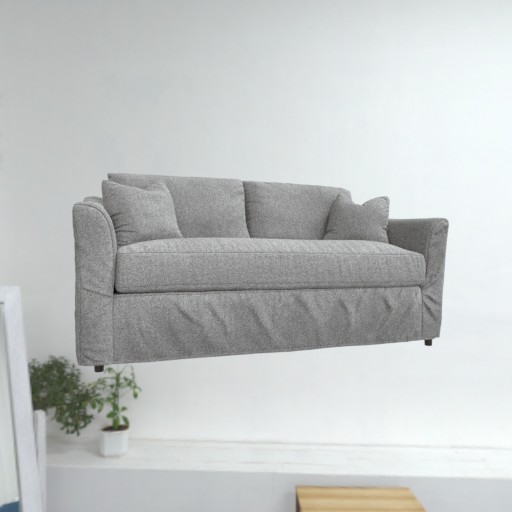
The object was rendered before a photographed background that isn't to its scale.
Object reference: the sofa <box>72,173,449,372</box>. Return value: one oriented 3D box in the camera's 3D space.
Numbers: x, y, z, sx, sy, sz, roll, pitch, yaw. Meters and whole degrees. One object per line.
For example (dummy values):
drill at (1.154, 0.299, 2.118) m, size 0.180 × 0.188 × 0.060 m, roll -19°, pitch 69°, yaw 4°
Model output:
sofa at (0.000, 0.000, 2.676) m, size 2.010 × 1.018 × 1.072 m, roll 0°, pitch 0°, yaw -19°
